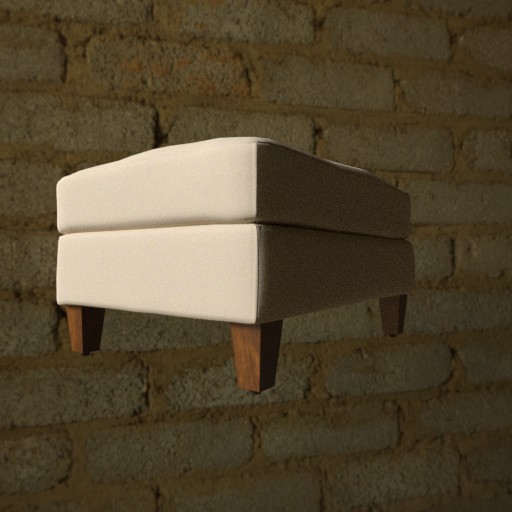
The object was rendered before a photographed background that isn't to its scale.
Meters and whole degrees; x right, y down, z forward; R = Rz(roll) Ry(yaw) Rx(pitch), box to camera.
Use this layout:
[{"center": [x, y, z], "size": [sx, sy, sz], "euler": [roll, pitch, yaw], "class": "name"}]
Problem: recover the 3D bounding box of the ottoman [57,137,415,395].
[{"center": [0.000, 0.000, 1.205], "size": [0.634, 0.485, 0.818], "euler": [0, 0, 36], "class": "ottoman"}]
